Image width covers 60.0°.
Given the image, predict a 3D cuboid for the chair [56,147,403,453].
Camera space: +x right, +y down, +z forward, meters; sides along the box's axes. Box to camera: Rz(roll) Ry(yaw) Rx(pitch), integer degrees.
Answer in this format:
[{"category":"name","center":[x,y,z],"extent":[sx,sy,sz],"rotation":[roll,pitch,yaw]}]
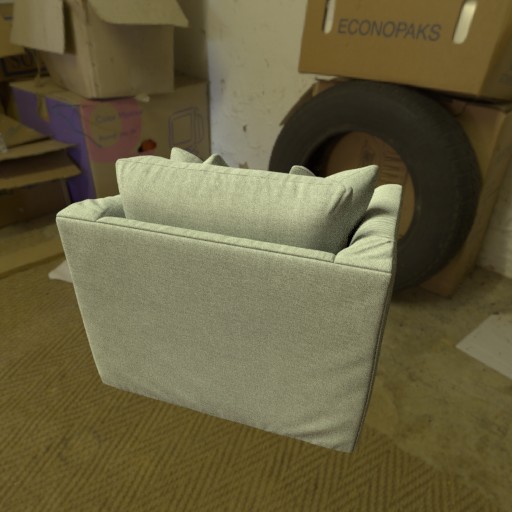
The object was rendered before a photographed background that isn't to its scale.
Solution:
[{"category":"chair","center":[0.000,0.000,2.020],"extent":[1.194,1.059,1.071],"rotation":[10,33,15]}]
